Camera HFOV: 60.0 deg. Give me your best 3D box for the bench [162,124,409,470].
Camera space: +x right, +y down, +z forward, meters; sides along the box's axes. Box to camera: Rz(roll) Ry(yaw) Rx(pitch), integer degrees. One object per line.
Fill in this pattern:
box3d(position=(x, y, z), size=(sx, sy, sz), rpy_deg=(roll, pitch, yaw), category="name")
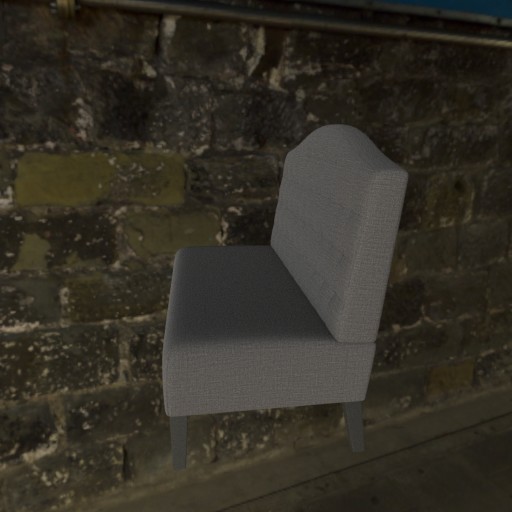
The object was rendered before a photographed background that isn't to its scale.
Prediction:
box3d(position=(0.000, 0.000, 2.071), size=(0.815, 1.180, 1.335), rpy_deg=(-2, 16, -8), category="bench")
